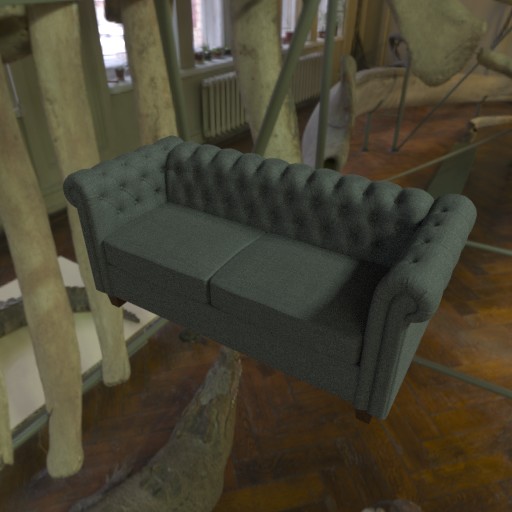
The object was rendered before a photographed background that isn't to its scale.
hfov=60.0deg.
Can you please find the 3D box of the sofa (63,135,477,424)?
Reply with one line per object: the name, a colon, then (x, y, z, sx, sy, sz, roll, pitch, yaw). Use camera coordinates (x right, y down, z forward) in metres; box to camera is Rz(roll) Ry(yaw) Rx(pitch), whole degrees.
sofa: (0.000, 0.000, 2.222, 1.798, 0.797, 0.783, 18, 36, 27)
